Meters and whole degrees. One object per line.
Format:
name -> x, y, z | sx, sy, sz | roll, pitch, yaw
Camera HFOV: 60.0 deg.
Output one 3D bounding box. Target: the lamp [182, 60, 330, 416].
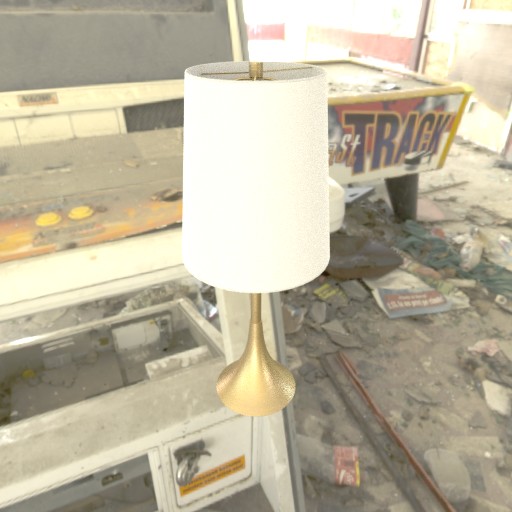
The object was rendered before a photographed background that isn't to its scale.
lamp -> 0.000, 0.000, 0.704 | 0.231, 0.569, 0.231 | 0, 30, 0
